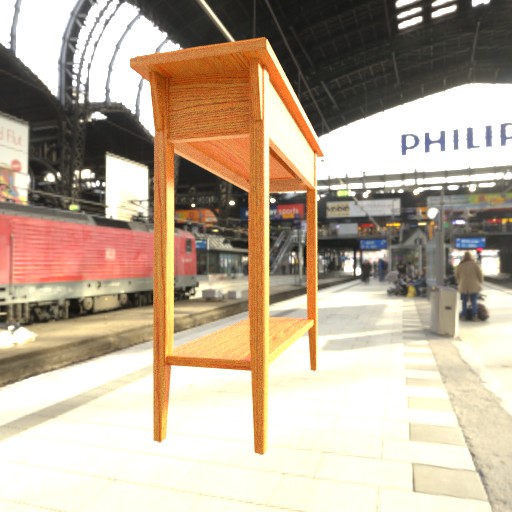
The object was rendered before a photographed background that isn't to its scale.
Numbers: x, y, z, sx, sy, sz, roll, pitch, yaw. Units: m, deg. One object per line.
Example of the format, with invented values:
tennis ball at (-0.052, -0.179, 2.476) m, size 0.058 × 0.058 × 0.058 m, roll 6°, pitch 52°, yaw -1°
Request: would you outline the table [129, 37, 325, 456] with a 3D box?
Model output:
table at (0.000, 0.000, 1.119) m, size 0.254 × 0.711 × 0.762 m, roll 0°, pitch -1°, yaw 16°
